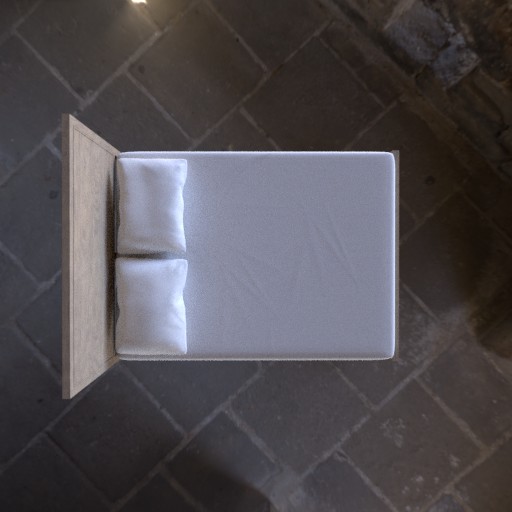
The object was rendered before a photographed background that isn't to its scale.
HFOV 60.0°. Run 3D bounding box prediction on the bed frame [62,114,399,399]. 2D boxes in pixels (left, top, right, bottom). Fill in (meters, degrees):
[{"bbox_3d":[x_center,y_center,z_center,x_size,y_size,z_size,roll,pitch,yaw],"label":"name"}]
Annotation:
[{"bbox_3d":[0.000,0.000,3.184,2.189,1.369,1.606,0,90,0],"label":"bed frame"}]
